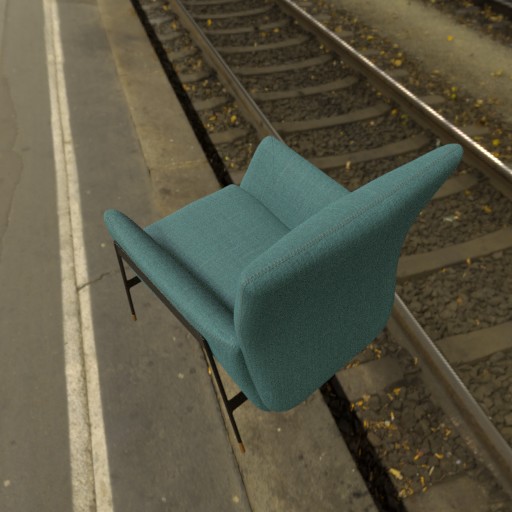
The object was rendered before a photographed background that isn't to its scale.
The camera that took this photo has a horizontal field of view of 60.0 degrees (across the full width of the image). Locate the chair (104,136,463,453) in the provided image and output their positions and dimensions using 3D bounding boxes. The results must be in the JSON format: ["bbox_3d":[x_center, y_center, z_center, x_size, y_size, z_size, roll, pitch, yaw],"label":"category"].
[{"bbox_3d":[0.000,0.000,1.382,0.678,0.859,0.769,-32,54,-27],"label":"chair"}]
